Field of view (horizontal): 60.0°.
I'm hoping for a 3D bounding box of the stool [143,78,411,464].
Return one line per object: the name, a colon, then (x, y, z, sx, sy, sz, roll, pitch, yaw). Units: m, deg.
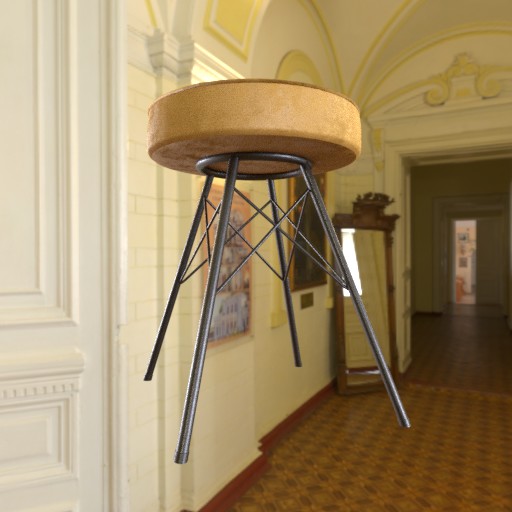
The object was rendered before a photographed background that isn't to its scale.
stool: (0.000, 0.000, 0.916, 0.438, 0.595, 0.472, 0, 0, -18)
